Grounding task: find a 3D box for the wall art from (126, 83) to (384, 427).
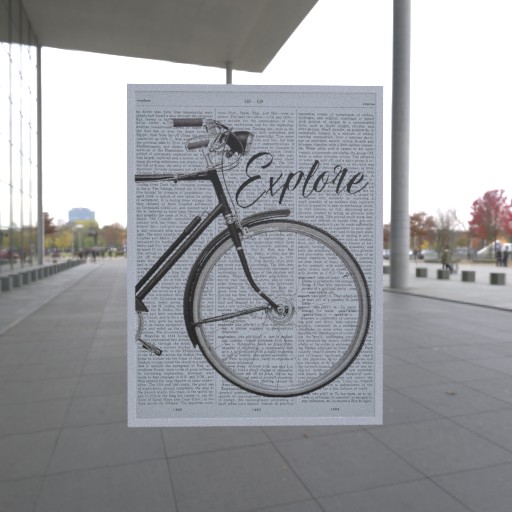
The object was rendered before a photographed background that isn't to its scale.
[{"bbox_3d":[0.000,0.000,0.792,0.457,0.610,0.003,0,1,-1],"label":"wall art"}]
